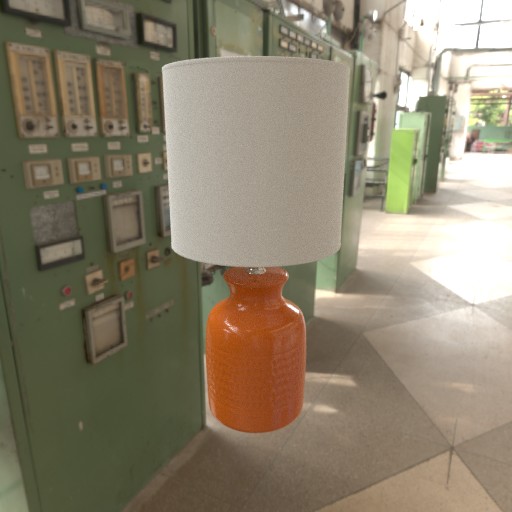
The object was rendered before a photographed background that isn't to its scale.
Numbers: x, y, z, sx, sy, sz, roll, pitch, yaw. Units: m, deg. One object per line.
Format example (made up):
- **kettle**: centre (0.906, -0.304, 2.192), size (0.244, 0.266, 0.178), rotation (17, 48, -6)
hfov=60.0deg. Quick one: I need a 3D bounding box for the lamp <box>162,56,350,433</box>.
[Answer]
- **lamp**: centre (0.000, 0.000, 1.121), size (0.418, 0.871, 0.418), rotation (9, 18, 28)
